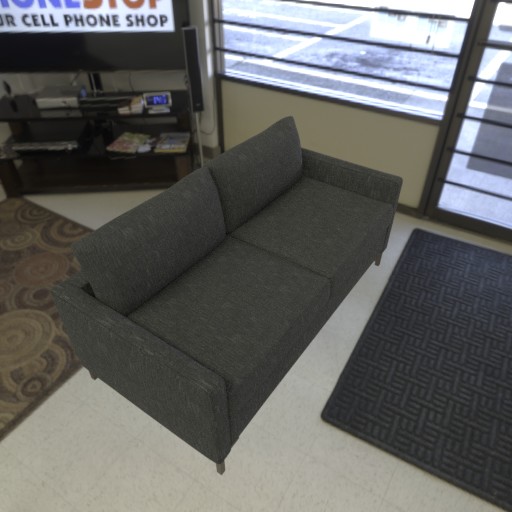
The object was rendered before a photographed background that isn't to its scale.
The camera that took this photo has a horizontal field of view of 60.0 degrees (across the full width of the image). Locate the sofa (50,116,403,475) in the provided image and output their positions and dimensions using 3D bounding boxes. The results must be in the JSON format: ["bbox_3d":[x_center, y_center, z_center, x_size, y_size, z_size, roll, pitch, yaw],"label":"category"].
[{"bbox_3d":[0.000,0.000,2.240,0.866,0.862,1.716,24,45,26],"label":"sofa"}]
